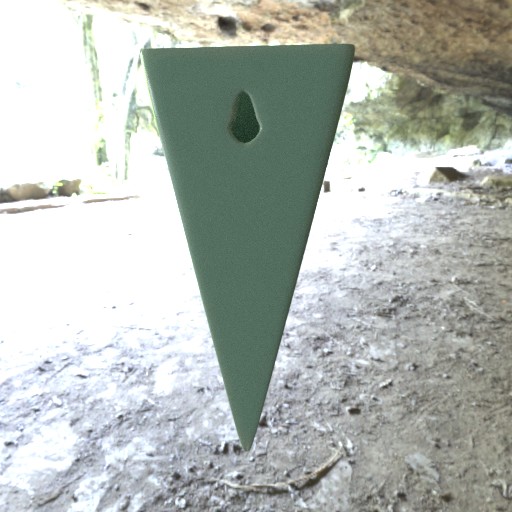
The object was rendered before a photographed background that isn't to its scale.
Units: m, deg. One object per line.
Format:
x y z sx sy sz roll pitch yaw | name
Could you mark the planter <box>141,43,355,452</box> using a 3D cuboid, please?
0.000 0.000 0.216 0.080 0.178 0.064 2 17 8 | planter
